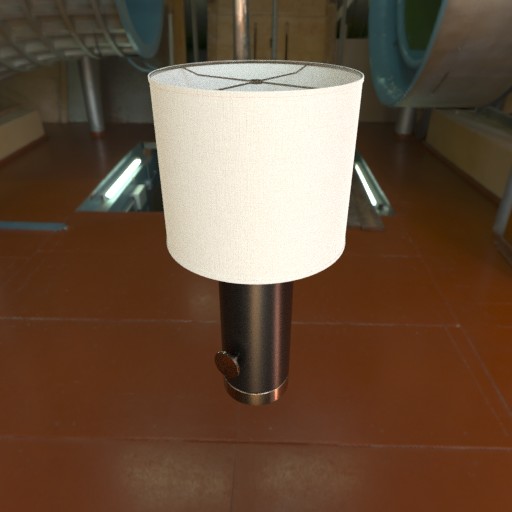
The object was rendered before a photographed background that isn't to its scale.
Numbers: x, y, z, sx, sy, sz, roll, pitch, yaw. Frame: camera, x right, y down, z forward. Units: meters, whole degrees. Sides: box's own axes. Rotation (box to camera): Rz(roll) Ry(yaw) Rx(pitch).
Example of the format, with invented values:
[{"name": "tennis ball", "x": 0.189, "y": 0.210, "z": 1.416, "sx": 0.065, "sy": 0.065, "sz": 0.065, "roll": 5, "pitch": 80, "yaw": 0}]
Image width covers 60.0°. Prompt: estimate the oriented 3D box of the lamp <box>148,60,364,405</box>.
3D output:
[{"name": "lamp", "x": 0.000, "y": 0.000, "z": 0.624, "sx": 0.241, "sy": 0.482, "sz": 0.240, "roll": 20, "pitch": 35, "yaw": 30}]
